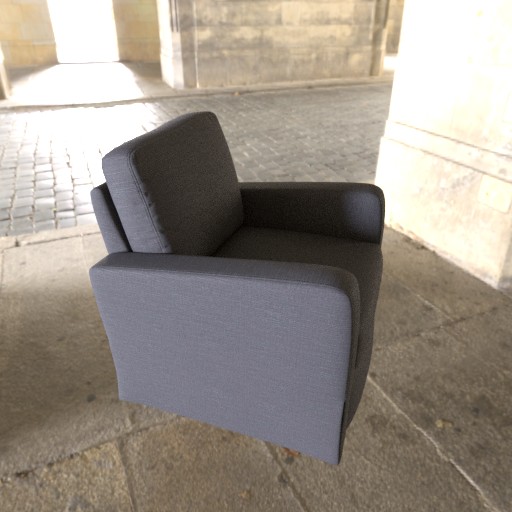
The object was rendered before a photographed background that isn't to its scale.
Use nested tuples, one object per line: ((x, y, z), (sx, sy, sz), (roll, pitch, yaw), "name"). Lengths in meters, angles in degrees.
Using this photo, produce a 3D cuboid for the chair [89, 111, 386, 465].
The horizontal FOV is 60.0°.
((0.000, 0.000, 1.533), (0.863, 0.855, 0.798), (10, 30, 17), "chair")
